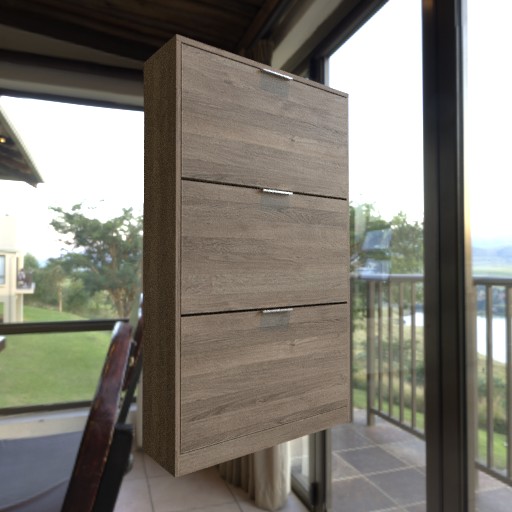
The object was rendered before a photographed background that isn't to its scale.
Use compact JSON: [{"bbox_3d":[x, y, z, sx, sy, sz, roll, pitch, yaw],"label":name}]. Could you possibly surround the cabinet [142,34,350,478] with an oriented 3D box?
[{"bbox_3d":[0.000,0.000,1.593,0.750,1.280,0.250,1,-1,-37],"label":"cabinet"}]
